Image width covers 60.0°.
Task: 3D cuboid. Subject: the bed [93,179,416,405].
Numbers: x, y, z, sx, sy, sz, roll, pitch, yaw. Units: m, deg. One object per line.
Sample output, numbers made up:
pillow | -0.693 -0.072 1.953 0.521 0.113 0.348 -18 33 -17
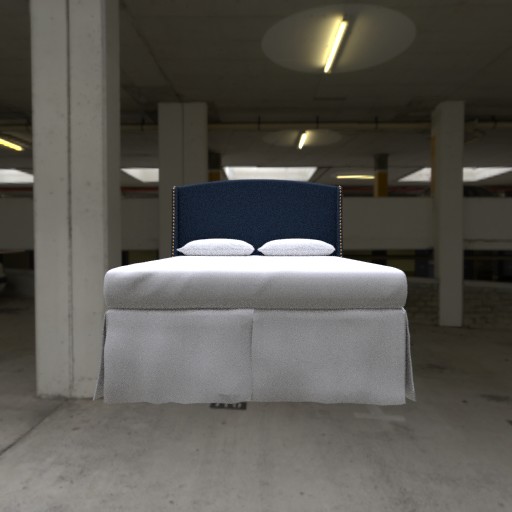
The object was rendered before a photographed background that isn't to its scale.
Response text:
bed | 0.000 0.000 3.232 1.604 1.402 2.223 0 2 1
